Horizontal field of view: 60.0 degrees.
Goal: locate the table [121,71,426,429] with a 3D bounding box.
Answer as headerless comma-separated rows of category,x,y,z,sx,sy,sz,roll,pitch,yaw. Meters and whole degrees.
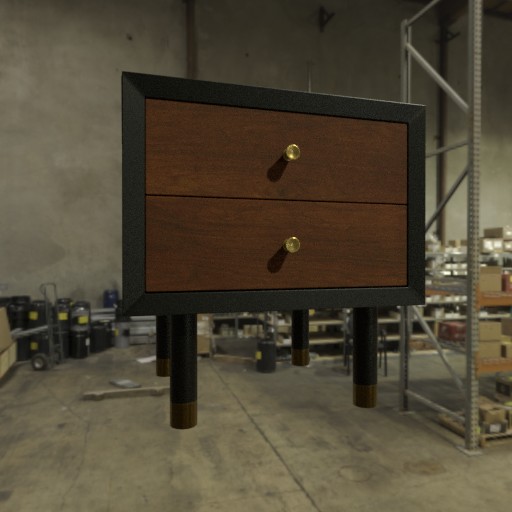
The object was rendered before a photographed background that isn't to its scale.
table,0.000,0.000,0.973,0.564,0.584,0.441,0,0,-17
